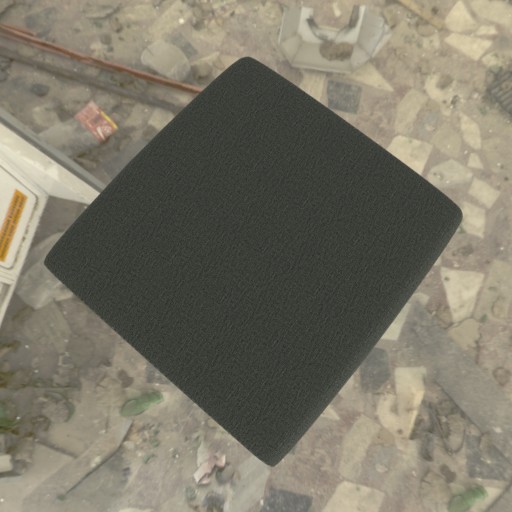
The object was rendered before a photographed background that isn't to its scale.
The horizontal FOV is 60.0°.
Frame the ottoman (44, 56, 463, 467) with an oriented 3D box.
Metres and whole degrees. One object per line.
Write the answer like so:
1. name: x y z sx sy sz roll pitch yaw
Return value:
1. ottoman: 0.000 0.000 1.063 0.649 0.398 0.650 39 79 9
